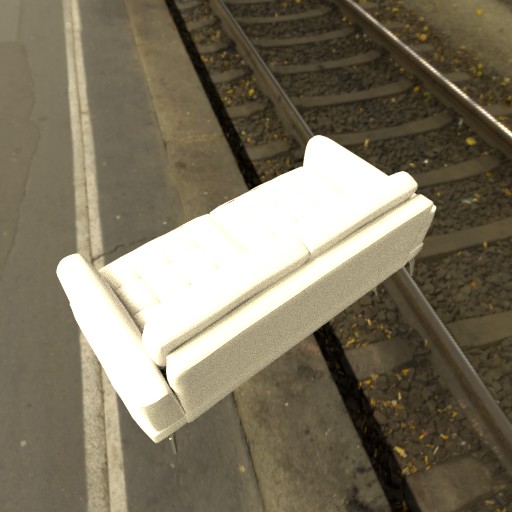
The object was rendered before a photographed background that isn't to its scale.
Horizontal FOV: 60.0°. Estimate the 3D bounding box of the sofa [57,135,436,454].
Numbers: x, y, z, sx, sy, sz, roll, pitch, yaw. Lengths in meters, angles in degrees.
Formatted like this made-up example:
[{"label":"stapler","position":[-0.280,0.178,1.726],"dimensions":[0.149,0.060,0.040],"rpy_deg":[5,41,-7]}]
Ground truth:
[{"label":"sofa","position":[0.000,0.000,2.776],"dimensions":[2.177,0.930,1.121],"rpy_deg":[-31,55,-24]}]
